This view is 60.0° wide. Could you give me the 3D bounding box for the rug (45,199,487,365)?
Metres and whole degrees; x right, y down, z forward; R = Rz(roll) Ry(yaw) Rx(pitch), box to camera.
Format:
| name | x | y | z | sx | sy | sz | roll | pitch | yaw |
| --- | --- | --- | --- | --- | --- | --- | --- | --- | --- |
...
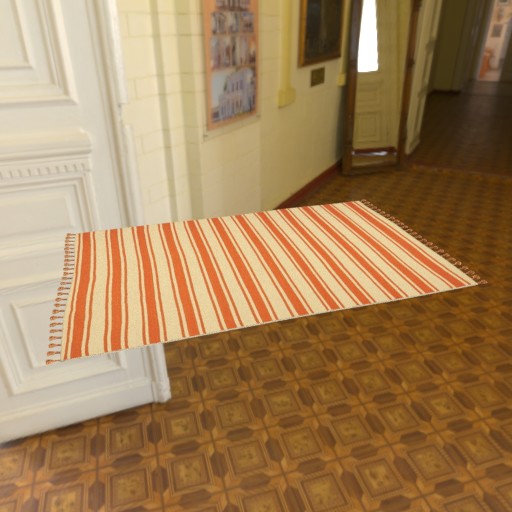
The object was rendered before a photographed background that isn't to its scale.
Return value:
| name | x | y | z | sx | sy | sz | roll | pitch | yaw |
| --- | --- | --- | --- | --- | --- | --- | --- | --- | --- |
| rug | 0.000 | 0.000 | 2.488 | 2.092 | 0.017 | 1.232 | -8 | 29 | -15 |
